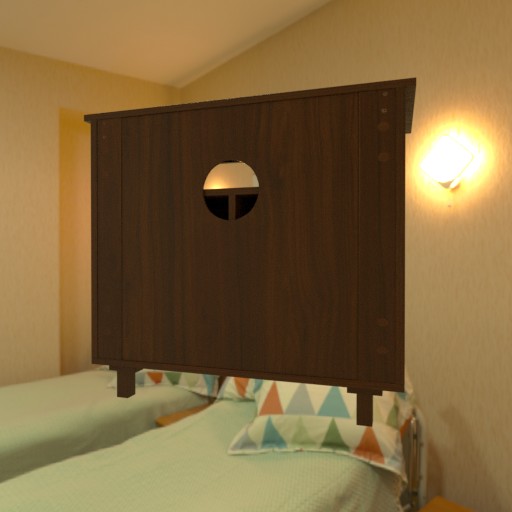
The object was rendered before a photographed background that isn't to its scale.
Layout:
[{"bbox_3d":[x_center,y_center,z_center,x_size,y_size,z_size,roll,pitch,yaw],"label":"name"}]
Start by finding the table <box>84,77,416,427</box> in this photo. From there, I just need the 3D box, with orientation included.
[{"bbox_3d":[0.000,0.000,1.203,0.802,0.725,0.390,0,1,18],"label":"table"}]
